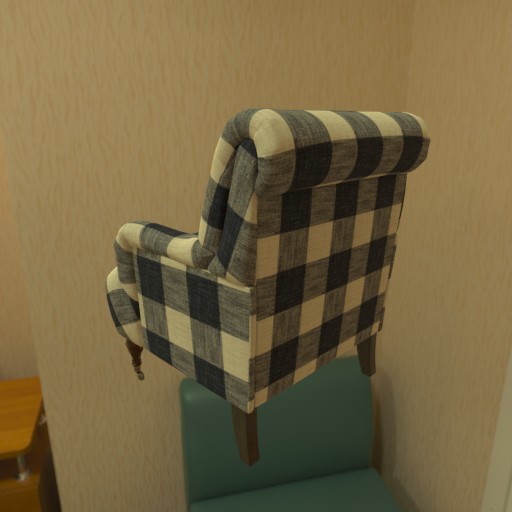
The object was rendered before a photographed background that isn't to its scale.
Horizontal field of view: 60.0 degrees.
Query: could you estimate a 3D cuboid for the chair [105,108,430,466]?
[{"bbox_3d":[0.000,0.000,1.542,0.848,0.953,0.781,16,23,42],"label":"chair"}]
